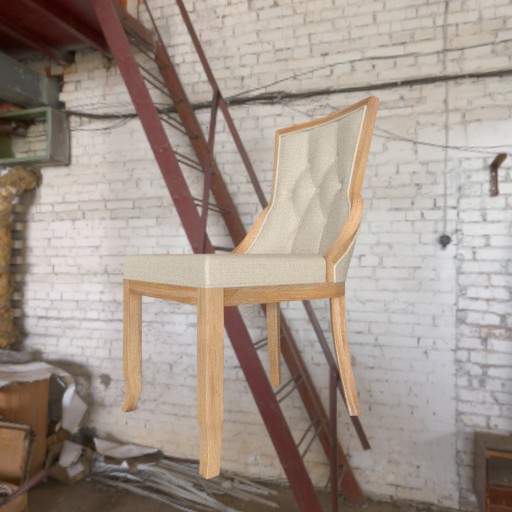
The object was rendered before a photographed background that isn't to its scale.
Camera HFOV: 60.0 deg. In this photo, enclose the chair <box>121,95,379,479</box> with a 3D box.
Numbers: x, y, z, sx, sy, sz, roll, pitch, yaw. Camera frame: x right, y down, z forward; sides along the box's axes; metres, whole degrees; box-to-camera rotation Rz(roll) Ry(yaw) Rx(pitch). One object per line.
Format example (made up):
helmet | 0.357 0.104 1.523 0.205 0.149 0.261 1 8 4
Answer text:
chair | 0.000 0.000 1.333 0.641 0.947 0.524 0 0 -36
